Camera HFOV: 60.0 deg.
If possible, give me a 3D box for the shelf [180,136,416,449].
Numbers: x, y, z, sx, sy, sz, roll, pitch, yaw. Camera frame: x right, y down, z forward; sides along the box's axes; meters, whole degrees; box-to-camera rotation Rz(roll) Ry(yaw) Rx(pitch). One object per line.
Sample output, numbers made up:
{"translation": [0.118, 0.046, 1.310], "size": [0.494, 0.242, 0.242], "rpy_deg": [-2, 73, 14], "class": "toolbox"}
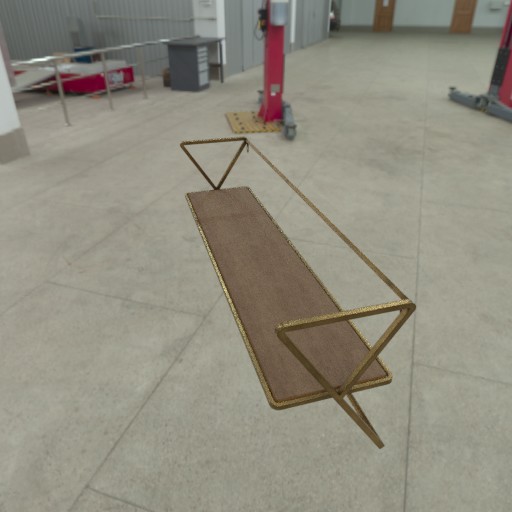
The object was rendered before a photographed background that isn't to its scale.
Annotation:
{"translation": [0.000, 0.000, 0.752], "size": [0.150, 0.229, 0.645], "rpy_deg": [-8, 31, -14], "class": "shelf"}
